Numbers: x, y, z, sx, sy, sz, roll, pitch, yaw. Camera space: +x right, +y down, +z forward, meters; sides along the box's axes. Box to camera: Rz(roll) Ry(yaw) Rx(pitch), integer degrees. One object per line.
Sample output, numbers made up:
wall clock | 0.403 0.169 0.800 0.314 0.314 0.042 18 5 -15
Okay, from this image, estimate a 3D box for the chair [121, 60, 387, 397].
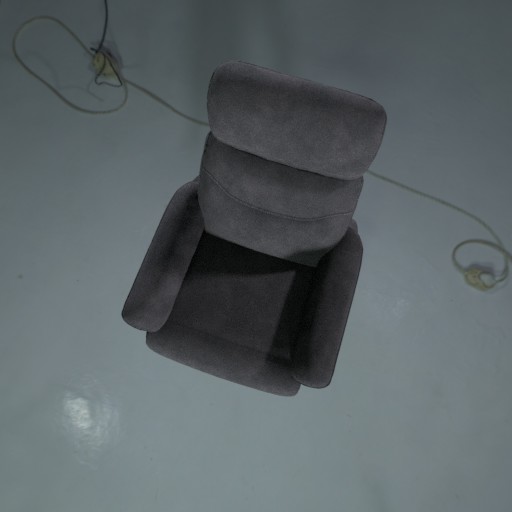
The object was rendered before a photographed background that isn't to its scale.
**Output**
chair | 0.000 0.000 1.788 0.830 1.035 1.009 18 78 4
